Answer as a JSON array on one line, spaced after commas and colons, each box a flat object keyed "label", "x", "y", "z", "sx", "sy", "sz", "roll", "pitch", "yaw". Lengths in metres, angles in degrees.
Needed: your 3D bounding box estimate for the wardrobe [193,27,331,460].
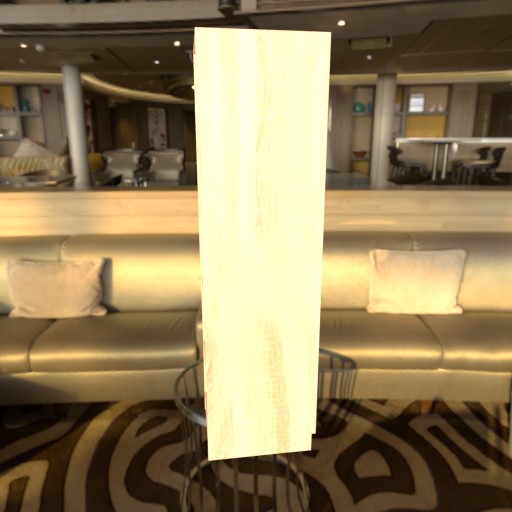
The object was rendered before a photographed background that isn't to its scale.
[{"label": "wardrobe", "x": 0.000, "y": 0.000, "z": 2.390, "sx": 0.588, "sy": 2.117, "sz": 0.496, "roll": -2, "pitch": 15, "yaw": -8}]
